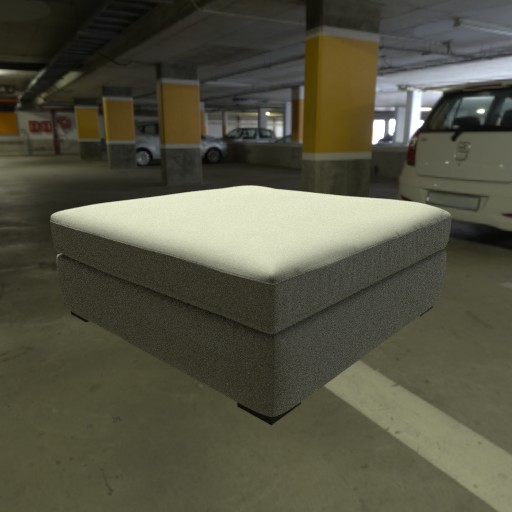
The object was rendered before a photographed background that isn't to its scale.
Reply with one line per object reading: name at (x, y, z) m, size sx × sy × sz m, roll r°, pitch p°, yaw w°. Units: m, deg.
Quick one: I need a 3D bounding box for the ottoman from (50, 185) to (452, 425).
ottoman at (0.000, 0.000, 1.791) m, size 1.167 × 0.482 × 1.163 m, roll 13°, pitch 20°, yaw 40°
